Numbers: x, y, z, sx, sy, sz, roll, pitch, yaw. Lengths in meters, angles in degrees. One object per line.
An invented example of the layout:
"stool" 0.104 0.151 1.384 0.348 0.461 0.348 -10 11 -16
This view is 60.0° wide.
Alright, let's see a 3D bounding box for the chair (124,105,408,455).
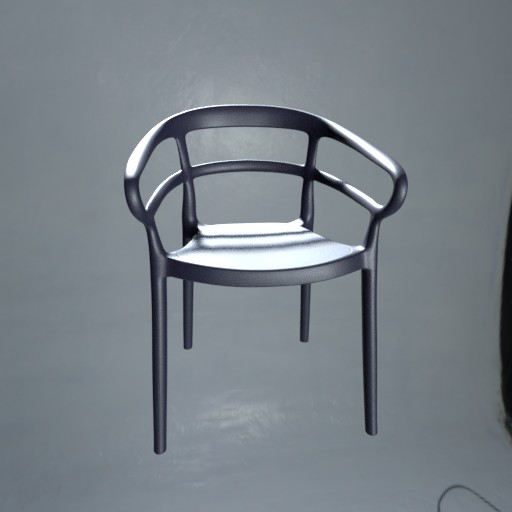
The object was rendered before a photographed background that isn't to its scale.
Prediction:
"chair" 0.000 0.000 1.142 0.559 0.761 0.527 -2 16 -7
